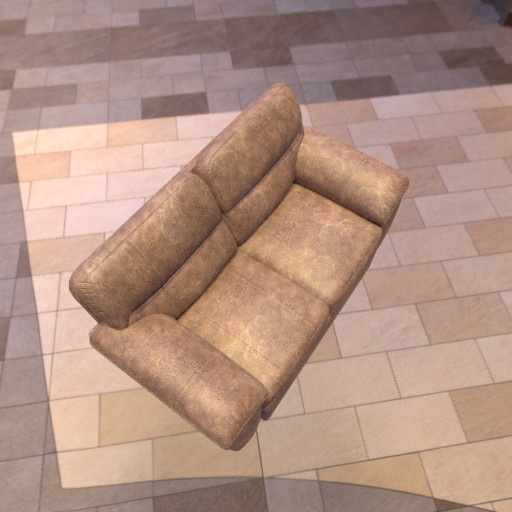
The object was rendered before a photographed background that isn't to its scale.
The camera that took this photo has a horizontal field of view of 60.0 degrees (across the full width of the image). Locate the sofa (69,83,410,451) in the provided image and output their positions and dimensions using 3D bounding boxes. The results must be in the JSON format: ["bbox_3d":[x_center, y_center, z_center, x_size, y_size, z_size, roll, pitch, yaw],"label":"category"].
[{"bbox_3d":[0.000,0.000,2.392,0.991,0.991,1.753,31,63,18],"label":"sofa"}]
